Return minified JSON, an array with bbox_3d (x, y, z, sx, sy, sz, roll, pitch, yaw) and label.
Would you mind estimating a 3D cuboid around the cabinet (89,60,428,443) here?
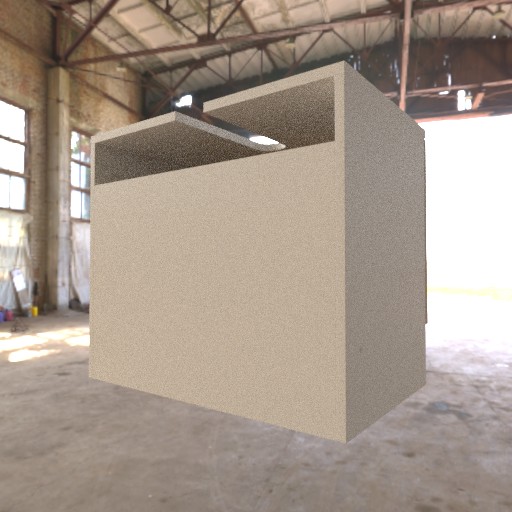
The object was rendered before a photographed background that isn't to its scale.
[{"bbox_3d":[0.000,0.000,0.942,0.600,0.522,0.400,-1,-2,37],"label":"cabinet"}]
